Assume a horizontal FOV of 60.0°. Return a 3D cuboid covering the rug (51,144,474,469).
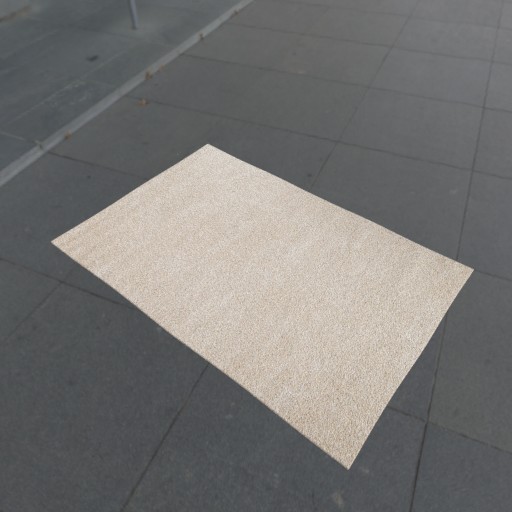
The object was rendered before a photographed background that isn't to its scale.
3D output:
[{"bbox_3d":[0.000,0.000,3.394,2.699,0.025,1.800,30,53,26],"label":"rug"}]
